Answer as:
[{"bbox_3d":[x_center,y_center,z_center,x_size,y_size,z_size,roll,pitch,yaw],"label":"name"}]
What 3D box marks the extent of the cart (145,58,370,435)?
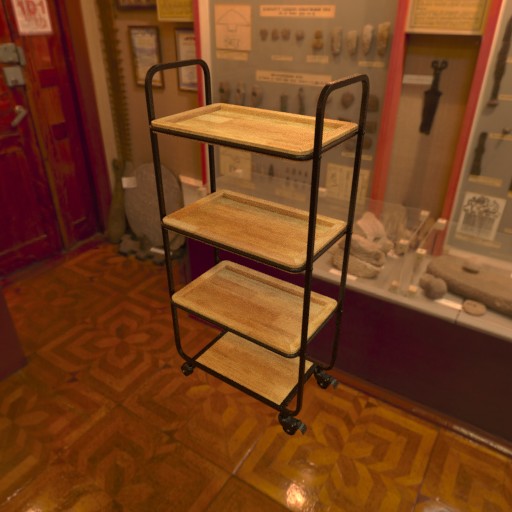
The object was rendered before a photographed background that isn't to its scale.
[{"bbox_3d":[0.000,0.000,1.377,0.545,1.080,0.321,19,35,29],"label":"cart"}]
